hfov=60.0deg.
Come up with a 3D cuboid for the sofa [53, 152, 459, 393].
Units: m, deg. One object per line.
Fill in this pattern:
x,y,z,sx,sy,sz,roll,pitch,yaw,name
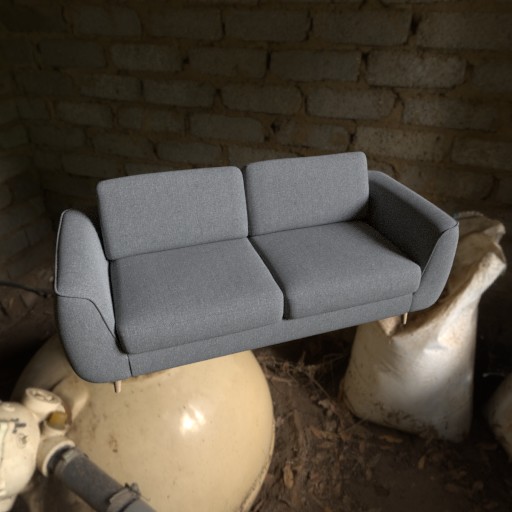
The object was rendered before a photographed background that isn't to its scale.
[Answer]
0.000,0.000,2.426,2.000,0.870,0.920,-10,33,-16,sofa
